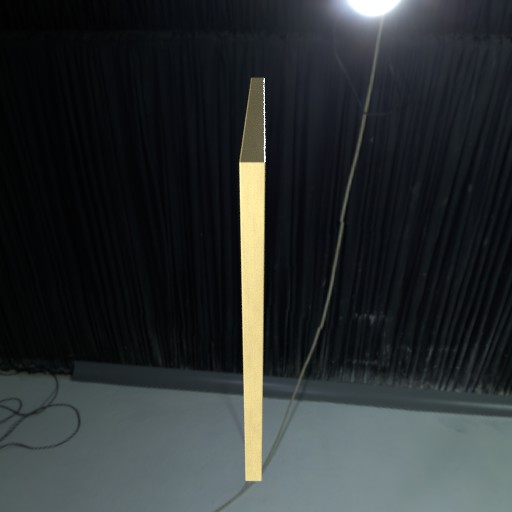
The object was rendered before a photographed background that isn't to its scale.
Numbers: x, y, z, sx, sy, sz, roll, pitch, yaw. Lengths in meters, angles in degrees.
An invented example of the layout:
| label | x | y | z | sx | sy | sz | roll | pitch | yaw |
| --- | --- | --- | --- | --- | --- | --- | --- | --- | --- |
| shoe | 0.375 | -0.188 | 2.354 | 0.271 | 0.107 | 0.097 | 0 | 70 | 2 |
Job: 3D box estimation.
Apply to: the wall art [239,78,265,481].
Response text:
| label | x | y | z | sx | sy | sz | roll | pitch | yaw |
| --- | --- | --- | --- | --- | --- | --- | --- | --- | --- |
| wall art | 0.000 | 0.000 | 1.163 | 0.037 | 0.763 | 0.763 | 0 | 30 | 1 |
